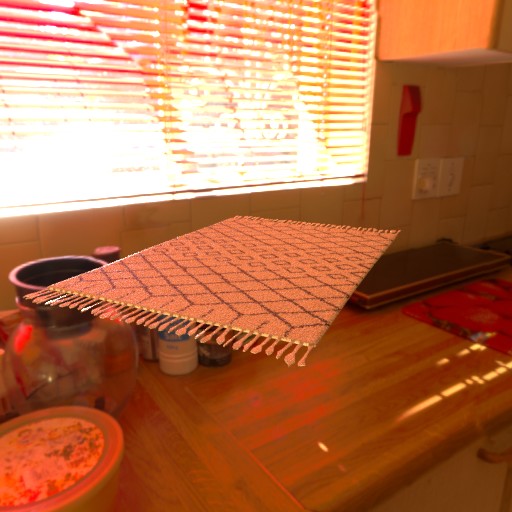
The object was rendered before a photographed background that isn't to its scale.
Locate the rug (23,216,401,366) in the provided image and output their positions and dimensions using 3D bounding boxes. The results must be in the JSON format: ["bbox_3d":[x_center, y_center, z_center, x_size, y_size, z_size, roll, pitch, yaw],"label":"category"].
[{"bbox_3d":[0.000,0.000,3.203,1.664,0.029,2.615,8,18,25],"label":"rug"}]
